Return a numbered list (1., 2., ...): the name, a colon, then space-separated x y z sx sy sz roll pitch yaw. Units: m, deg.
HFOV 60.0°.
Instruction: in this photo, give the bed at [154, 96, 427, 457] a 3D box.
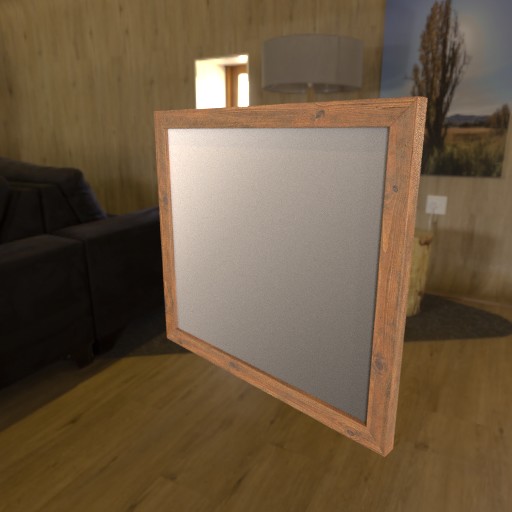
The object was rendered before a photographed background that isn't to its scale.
1. bed: 0.000 0.000 1.468 1.046 0.942 0.046 15 22 43
